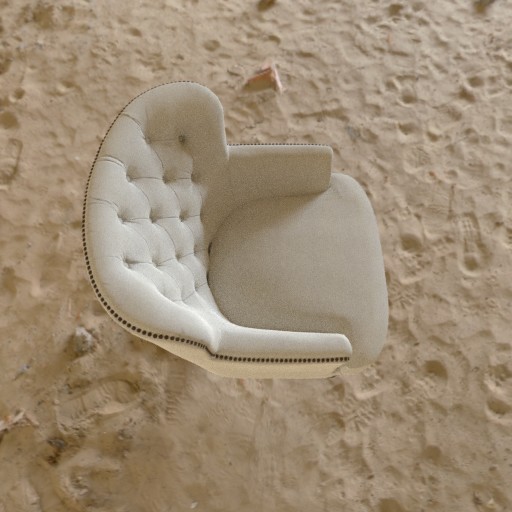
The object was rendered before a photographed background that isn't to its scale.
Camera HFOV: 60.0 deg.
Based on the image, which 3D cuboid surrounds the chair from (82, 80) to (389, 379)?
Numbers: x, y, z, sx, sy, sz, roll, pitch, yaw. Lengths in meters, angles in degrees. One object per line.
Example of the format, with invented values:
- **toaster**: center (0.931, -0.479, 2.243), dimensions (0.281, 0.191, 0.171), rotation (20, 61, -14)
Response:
- **chair**: center (0.000, 0.000, 1.546), dimensions (0.906, 0.868, 0.848), rotation (0, 62, 0)
